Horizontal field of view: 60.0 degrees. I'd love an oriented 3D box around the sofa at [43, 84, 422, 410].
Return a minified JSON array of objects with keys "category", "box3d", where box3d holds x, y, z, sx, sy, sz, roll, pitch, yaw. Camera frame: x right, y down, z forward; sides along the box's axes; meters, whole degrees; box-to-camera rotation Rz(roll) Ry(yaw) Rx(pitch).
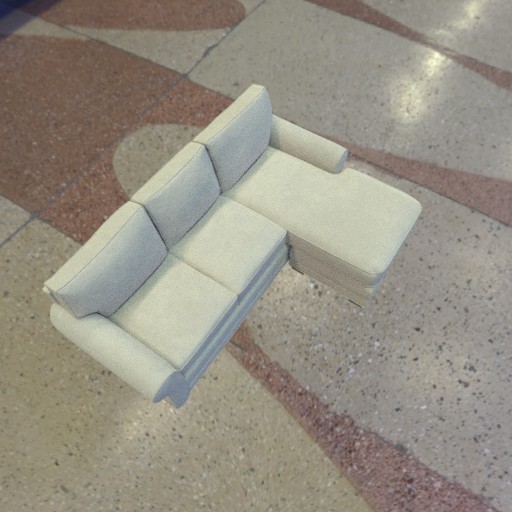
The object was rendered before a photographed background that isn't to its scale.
[{"category":"sofa","box3d":[0.000,0.000,2.343,1.226,0.734,1.770,30,63,17]}]
